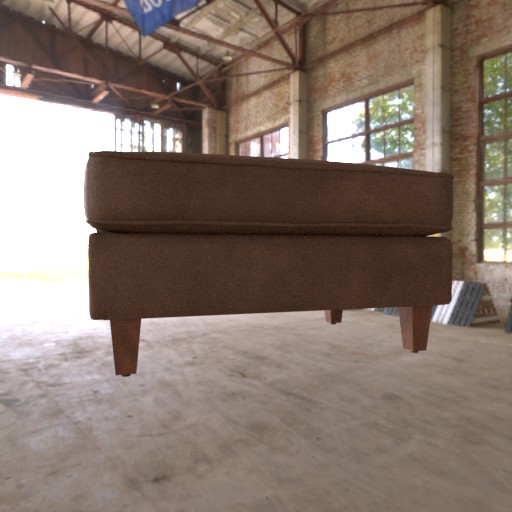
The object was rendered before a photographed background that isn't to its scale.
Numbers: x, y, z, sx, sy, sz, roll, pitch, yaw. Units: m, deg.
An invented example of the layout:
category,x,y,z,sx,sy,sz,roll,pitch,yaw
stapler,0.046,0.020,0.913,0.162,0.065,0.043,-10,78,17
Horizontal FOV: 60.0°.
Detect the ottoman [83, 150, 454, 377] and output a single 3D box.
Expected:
category,x,y,z,sx,sy,sz,roll,pitch,yaw
ottoman,0.000,0.000,1.219,0.860,0.481,0.596,0,1,-17
